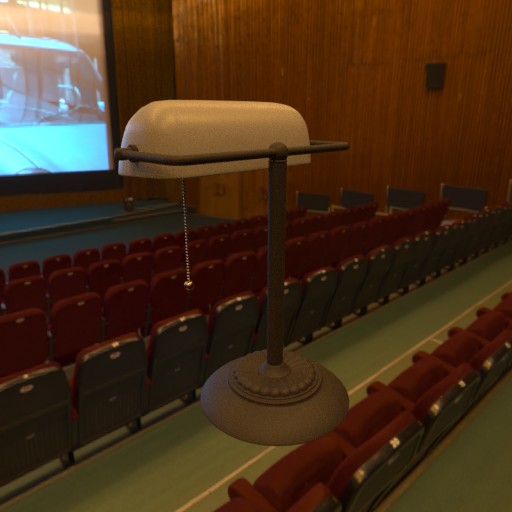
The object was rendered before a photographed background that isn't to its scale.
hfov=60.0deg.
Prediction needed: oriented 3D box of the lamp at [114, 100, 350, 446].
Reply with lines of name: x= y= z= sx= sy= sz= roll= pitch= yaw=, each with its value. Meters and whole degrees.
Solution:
lamp: x=0.000 y=0.000 z=0.510 sx=0.264 sy=0.339 sz=0.243 roll=-17 pitch=24 yaw=-42
